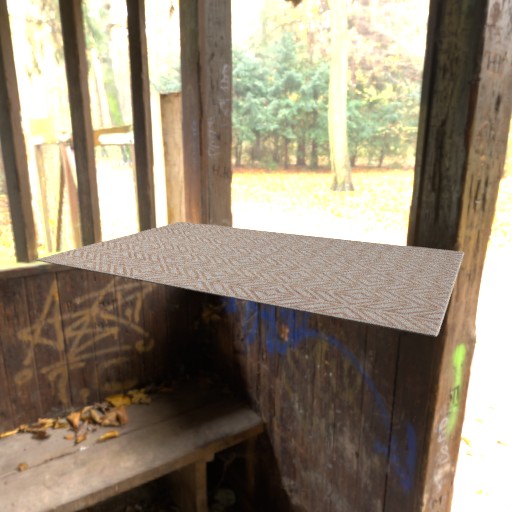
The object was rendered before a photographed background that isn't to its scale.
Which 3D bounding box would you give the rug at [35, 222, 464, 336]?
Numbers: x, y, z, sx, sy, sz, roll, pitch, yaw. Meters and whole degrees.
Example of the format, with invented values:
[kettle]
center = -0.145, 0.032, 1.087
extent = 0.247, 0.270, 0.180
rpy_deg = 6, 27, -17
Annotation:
[rug]
center = 0.000, 0.000, 2.956
extent = 2.438, 0.008, 1.523
rpy_deg = 8, 17, 27
